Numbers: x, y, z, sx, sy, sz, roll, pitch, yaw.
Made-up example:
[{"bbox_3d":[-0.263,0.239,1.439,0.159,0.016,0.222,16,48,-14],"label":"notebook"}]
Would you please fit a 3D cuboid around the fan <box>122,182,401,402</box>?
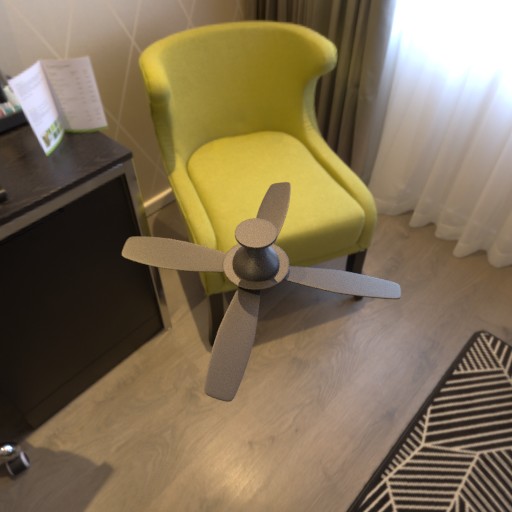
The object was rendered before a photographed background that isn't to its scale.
[{"bbox_3d":[0.000,0.000,2.581,1.694,0.382,1.694,9,47,8],"label":"fan"}]
